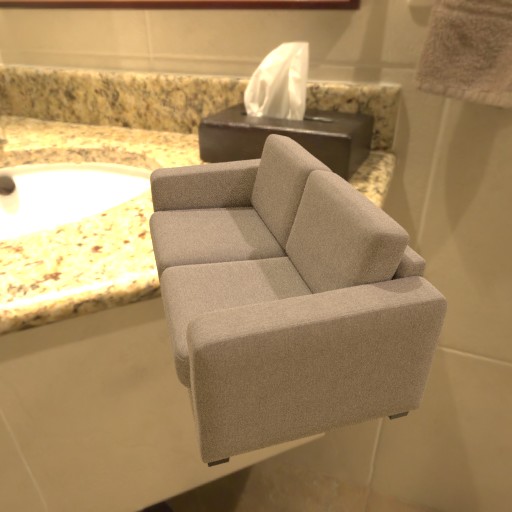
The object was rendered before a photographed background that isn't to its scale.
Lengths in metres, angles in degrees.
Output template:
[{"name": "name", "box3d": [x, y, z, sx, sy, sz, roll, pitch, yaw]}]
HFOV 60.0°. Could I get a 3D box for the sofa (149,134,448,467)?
[{"name": "sofa", "box3d": [0.000, 0.000, 2.060, 0.900, 0.800, 1.540, -8, 32, -14]}]
